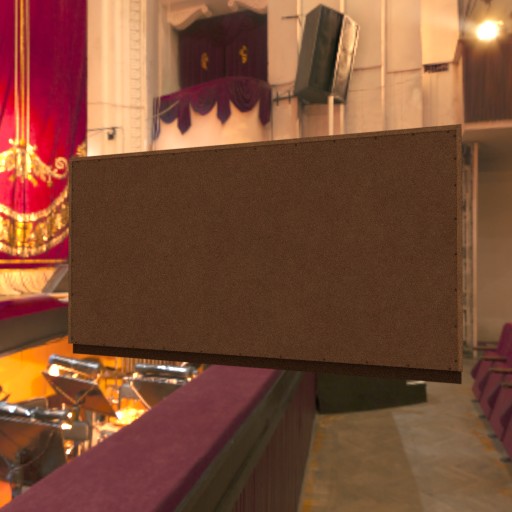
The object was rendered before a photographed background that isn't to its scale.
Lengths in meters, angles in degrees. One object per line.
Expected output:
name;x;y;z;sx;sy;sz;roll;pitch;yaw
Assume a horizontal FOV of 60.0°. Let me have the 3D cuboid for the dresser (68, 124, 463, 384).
dresser;0.000;0.000;1.983;1.628;0.889;0.483;0;-1;18
